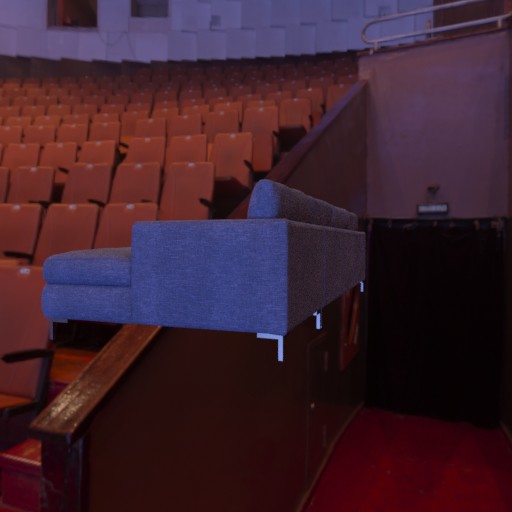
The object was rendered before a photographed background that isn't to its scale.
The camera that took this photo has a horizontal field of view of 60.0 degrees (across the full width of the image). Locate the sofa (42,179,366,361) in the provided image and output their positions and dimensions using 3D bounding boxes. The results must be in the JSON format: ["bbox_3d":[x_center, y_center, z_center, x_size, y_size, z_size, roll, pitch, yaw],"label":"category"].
[{"bbox_3d":[0.000,0.000,3.448,1.350,0.810,2.932,1,2,20],"label":"sofa"}]
